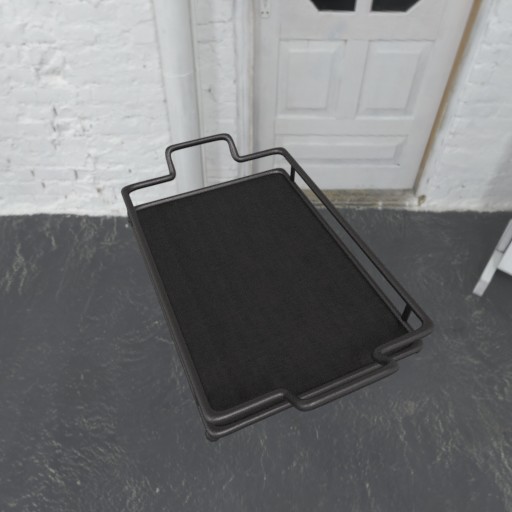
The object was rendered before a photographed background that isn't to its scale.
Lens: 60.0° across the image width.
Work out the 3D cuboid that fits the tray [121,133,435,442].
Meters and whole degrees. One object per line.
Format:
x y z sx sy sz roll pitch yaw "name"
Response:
0.000 0.000 0.633 0.297 0.101 0.495 -18 50 -16 "tray"
